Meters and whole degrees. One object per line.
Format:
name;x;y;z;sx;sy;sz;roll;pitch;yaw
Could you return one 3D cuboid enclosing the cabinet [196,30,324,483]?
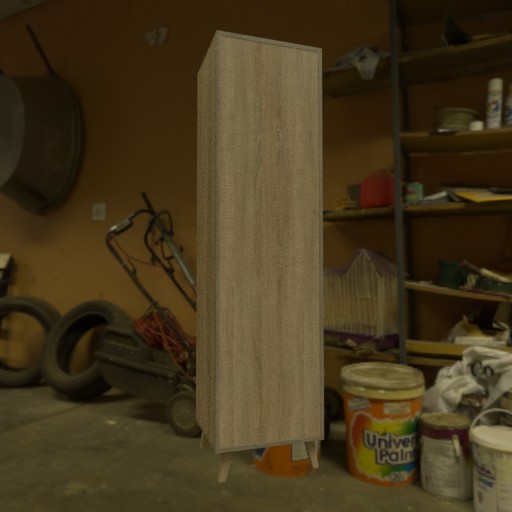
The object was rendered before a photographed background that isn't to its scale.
cabinet;0.000;0.000;2.201;0.510;1.960;0.450;1;-2;-18
